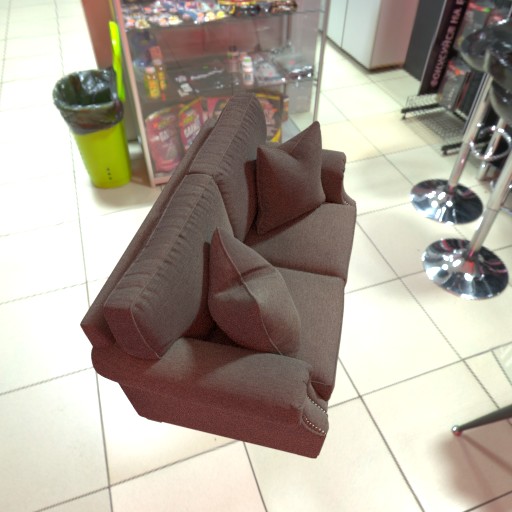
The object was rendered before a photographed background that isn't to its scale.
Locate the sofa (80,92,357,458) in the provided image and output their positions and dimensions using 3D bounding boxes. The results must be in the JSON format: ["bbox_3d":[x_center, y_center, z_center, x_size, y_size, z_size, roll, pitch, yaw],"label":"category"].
[{"bbox_3d":[0.000,0.000,2.255,0.966,0.966,1.701,10,47,9],"label":"sofa"}]
